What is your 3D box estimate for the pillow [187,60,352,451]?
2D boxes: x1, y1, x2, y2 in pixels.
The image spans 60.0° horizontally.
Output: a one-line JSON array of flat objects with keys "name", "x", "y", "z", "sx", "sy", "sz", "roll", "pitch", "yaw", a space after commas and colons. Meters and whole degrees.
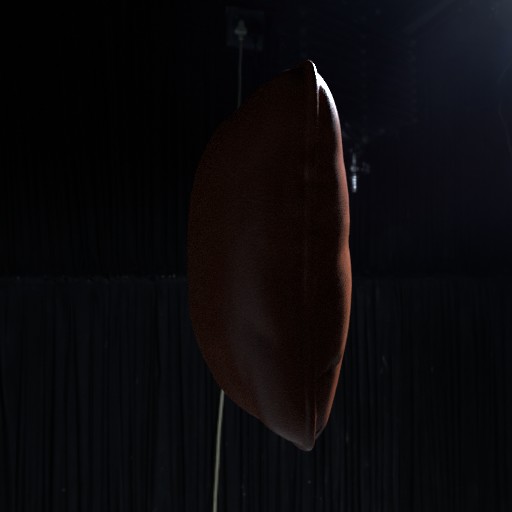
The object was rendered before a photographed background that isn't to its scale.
[{"name": "pillow", "x": 0.000, "y": 0.000, "z": 0.813, "sx": 0.236, "sy": 0.523, "sz": 0.532, "roll": 0, "pitch": 1, "yaw": -17}]
